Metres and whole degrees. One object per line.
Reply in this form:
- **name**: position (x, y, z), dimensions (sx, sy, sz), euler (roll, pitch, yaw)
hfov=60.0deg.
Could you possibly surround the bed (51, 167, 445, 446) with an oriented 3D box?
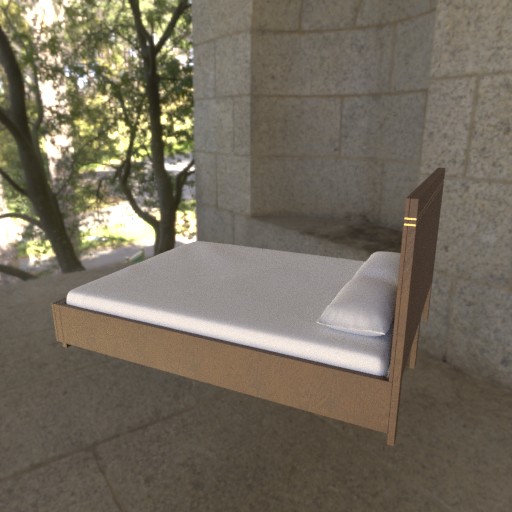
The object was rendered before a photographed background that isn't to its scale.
- **bed**: position (0.000, 0.000, 3.087), dimensions (2.221, 1.169, 1.613), euler (8, 18, 25)
